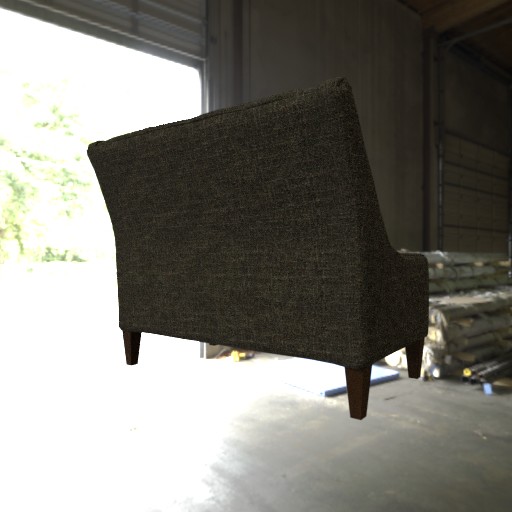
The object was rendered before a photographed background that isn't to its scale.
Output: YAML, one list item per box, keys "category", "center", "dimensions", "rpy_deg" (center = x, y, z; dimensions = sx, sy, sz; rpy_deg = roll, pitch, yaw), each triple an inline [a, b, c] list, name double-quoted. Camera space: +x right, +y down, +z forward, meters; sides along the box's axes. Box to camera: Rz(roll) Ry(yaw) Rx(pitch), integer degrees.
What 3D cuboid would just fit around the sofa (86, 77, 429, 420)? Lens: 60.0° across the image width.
- category: "sofa"
  center: [0.000, 0.000, 1.915]
  dimensions: [1.242, 1.021, 0.870]
  rpy_deg: [0, 0, 37]
